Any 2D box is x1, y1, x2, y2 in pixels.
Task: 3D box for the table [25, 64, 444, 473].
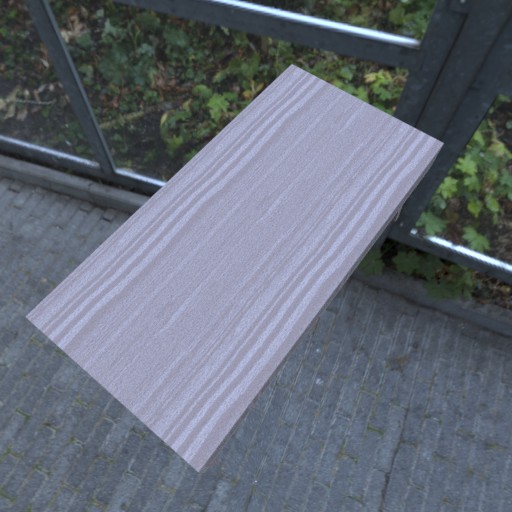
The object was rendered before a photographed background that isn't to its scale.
[{"bbox_3d":[0.000,0.000,1.490,0.600,0.450,1.200,34,68,16],"label":"table"}]
